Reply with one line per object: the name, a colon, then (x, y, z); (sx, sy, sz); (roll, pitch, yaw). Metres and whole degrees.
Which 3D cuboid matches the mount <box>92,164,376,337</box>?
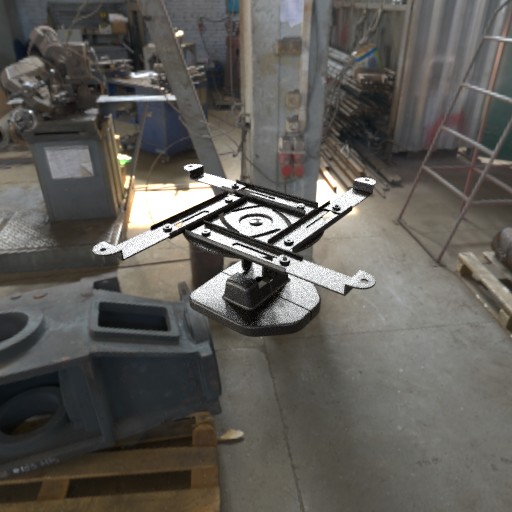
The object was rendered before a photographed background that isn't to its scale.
mount: (0.000, 0.000, 0.615); (0.394, 0.141, 0.394); (21, 36, 32)
